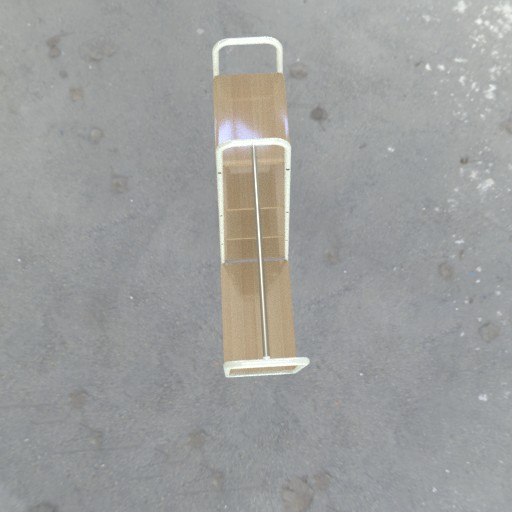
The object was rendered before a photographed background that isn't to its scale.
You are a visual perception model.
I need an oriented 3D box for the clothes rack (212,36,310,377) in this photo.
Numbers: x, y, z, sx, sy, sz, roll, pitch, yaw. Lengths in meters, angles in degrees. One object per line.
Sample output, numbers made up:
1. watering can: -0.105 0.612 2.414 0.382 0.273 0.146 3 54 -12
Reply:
1. clothes rack: 0.000 0.000 1.973 0.400 1.500 1.011 -3 74 -1
